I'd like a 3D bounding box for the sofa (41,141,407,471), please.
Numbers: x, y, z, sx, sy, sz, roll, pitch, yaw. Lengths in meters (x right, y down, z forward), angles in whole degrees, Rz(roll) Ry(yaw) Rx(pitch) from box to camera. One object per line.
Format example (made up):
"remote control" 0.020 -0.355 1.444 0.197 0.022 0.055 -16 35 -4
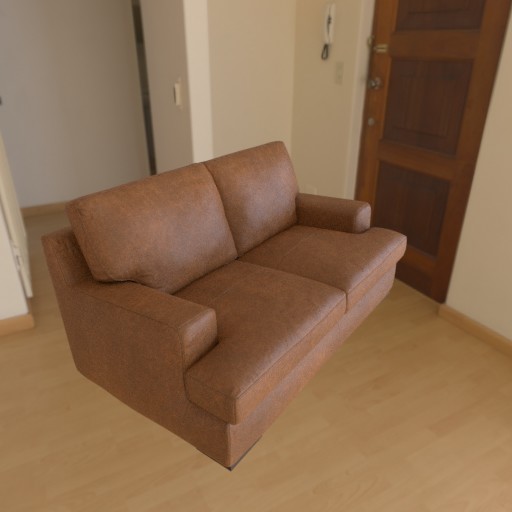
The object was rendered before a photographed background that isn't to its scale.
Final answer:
"sofa" 0.000 0.000 2.486 1.144 0.966 1.880 17 31 32
